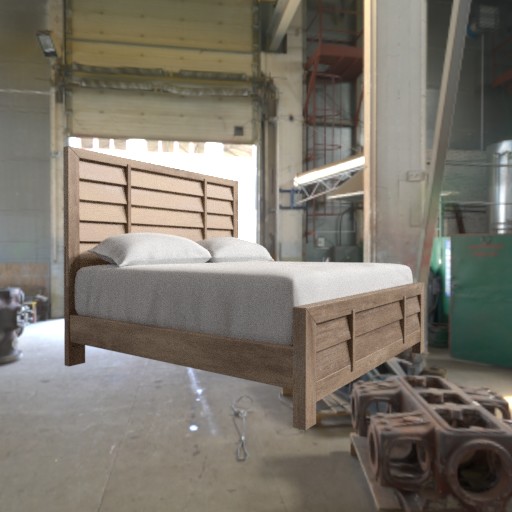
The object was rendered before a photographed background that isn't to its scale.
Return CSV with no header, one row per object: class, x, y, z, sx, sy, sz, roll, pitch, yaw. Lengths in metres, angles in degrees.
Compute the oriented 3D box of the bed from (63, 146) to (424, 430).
bed,0.000,0.000,3.515,2.062,1.626,2.032,1,1,36
